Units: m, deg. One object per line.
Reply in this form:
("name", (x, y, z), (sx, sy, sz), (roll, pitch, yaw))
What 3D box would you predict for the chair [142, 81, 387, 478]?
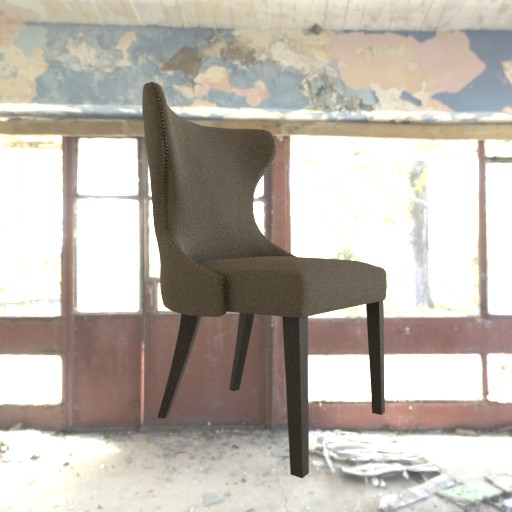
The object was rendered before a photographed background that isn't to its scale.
("chair", (0.000, 0.000, 1.345), (0.635, 0.967, 0.628), (0, -1, 36))
